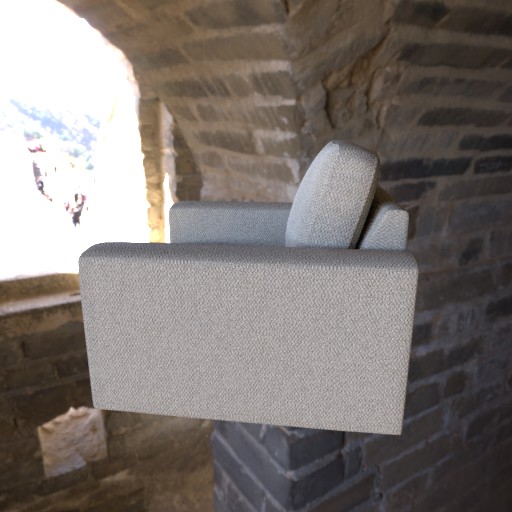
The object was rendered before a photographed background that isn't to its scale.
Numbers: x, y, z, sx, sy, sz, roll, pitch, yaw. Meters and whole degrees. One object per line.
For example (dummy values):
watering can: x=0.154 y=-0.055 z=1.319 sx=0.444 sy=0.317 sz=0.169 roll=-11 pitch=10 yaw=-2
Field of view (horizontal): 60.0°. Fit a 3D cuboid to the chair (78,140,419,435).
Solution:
chair: x=0.000 y=0.000 z=1.744 sx=1.016 sy=0.873 sz=1.005 roll=2 pitch=16 yaw=8
